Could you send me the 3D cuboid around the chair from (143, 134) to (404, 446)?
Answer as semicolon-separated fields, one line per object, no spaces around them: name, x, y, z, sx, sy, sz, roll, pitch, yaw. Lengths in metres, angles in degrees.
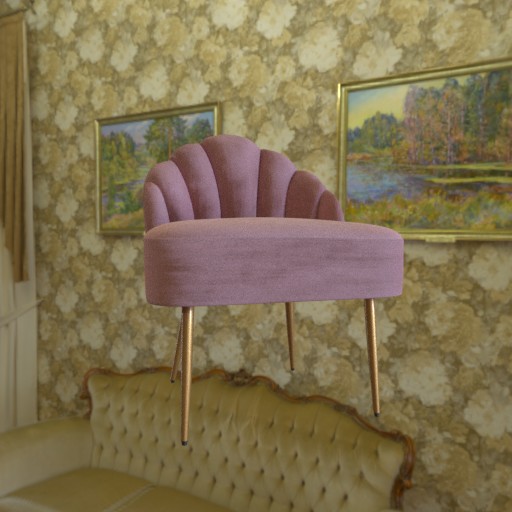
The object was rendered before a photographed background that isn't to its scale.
chair;0.000;0.000;1.273;0.657;0.819;0.599;-1;2;-19
